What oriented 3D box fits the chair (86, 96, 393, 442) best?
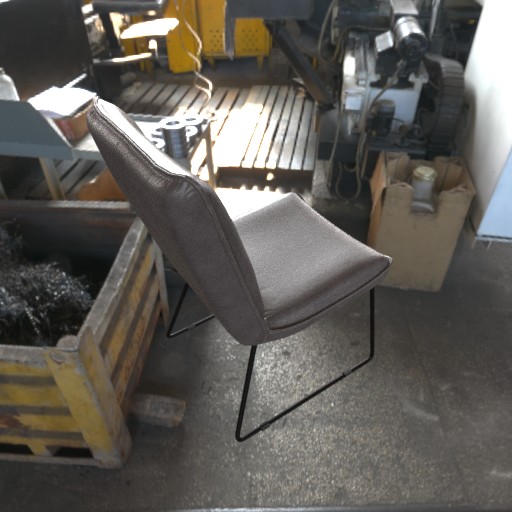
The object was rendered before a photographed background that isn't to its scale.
[{"bbox_3d":[0.000,0.000,1.318,0.688,0.932,0.515,-23,45,-26],"label":"chair"}]
